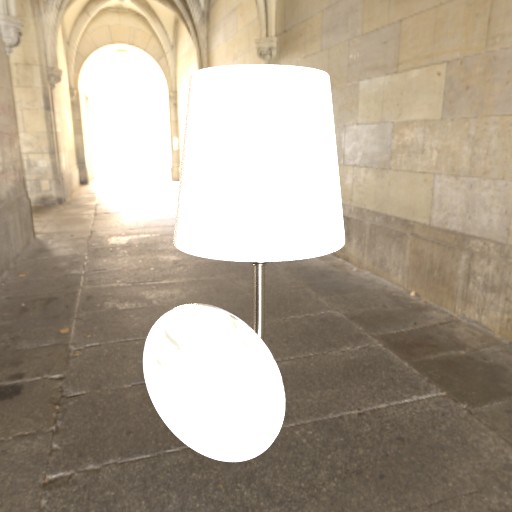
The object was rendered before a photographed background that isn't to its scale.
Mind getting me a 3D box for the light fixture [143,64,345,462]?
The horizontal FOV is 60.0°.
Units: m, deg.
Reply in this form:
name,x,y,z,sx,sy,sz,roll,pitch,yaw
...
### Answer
name,x,y,z,sx,sy,sz,roll,pitch,yaw
light fixture,0.000,0.000,0.442,0.168,0.337,0.188,7,16,26
